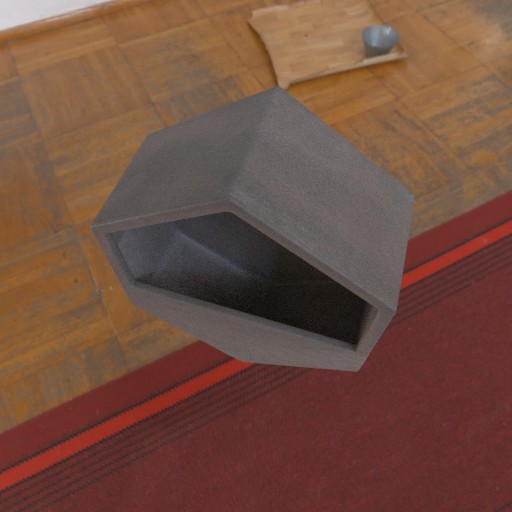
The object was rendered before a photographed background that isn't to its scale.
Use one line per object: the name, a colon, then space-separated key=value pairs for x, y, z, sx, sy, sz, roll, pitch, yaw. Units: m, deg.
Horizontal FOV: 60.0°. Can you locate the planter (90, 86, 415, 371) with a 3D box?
planter: x=0.000 y=0.000 z=0.291 sx=0.169 sy=0.206 sz=0.077 roll=15 pitch=59 yaw=9
